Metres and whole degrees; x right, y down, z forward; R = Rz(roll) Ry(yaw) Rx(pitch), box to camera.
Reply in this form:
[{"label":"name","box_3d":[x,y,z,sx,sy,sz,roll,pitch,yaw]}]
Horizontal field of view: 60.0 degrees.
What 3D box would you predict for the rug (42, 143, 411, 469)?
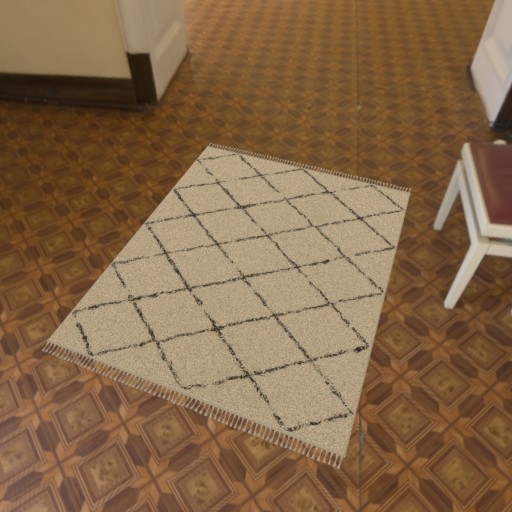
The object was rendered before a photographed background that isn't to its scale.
[{"label":"rug","box_3d":[0.000,0.000,4.079,2.380,0.013,3.051,16,49,14]}]
